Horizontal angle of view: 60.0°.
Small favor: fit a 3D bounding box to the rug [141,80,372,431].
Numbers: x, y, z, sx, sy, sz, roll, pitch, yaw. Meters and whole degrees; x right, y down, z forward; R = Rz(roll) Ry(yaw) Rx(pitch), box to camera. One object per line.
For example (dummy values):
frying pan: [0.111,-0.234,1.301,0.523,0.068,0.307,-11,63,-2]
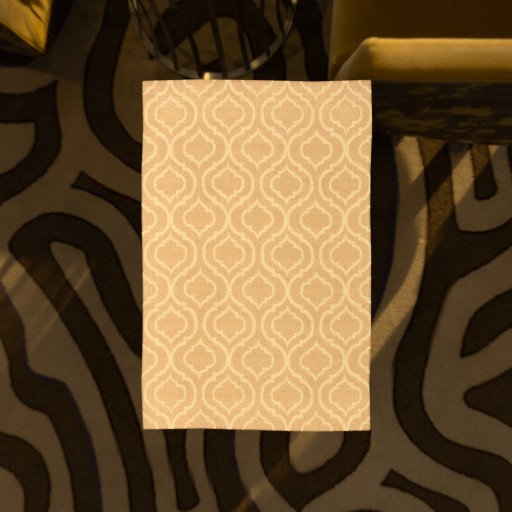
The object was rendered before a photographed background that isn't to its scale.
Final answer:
rug: [0.000,0.000,2.217,1.152,0.013,1.761,0,90,1]
